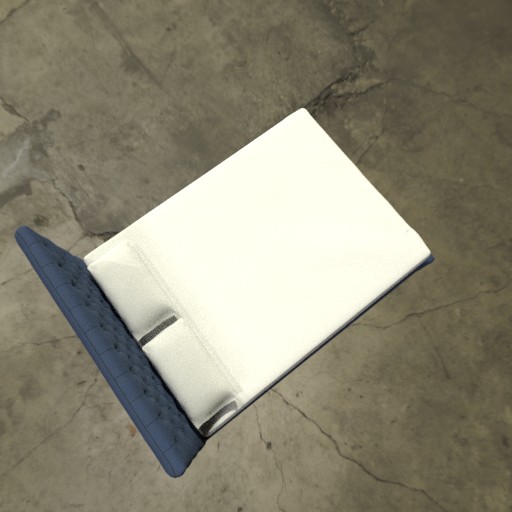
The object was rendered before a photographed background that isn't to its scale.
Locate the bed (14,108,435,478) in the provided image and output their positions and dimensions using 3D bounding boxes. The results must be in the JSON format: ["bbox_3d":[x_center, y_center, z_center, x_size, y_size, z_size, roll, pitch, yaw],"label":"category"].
[{"bbox_3d":[0.000,0.000,3.304,2.387,1.427,1.706,-36,79,-9],"label":"bed"}]
